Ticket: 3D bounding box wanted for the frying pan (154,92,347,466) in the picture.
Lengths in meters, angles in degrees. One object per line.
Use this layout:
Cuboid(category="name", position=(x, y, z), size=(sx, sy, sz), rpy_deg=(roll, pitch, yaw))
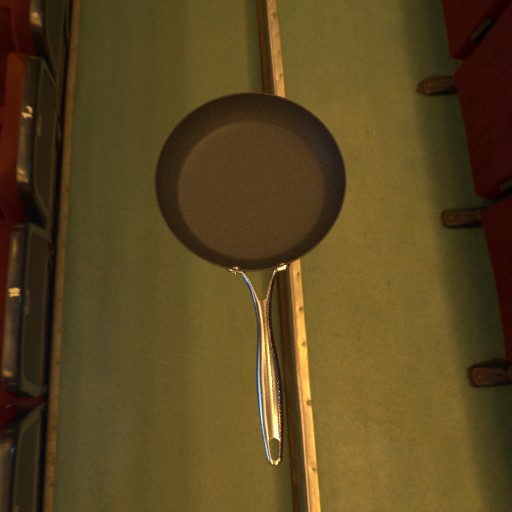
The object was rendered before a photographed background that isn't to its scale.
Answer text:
Cuboid(category="frying pan", position=(0.000, 0.000, 0.561), size=(0.255, 0.105, 0.472), rpy_deg=(-4, 76, -1))
